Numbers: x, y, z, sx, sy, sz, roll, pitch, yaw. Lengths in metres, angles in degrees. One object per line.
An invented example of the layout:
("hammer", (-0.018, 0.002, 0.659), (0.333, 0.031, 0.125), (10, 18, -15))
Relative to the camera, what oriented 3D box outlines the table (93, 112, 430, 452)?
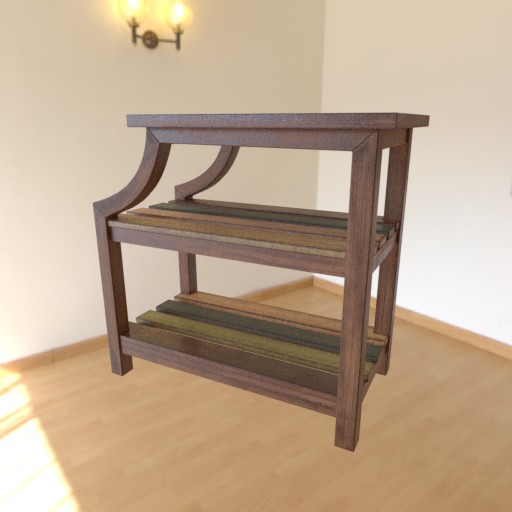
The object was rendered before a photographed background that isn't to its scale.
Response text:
("table", (0.000, 0.000, 0.964), (0.609, 0.584, 0.356), (9, 19, 26))
